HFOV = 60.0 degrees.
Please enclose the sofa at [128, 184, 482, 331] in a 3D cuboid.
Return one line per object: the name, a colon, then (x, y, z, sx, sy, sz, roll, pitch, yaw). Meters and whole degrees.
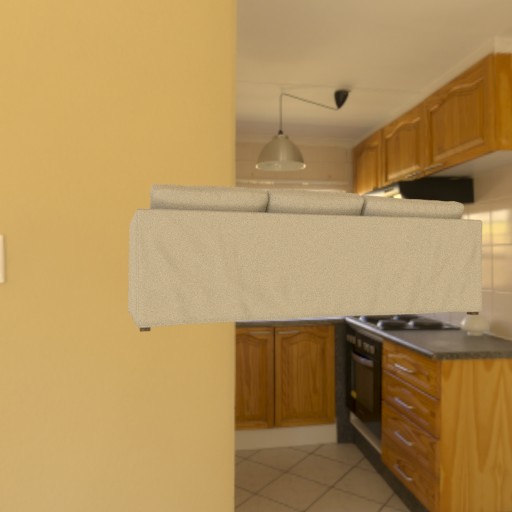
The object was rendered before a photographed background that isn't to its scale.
sofa: (0.000, 0.000, 4.313, 2.432, 0.871, 3.182, 0, 0, -18)
